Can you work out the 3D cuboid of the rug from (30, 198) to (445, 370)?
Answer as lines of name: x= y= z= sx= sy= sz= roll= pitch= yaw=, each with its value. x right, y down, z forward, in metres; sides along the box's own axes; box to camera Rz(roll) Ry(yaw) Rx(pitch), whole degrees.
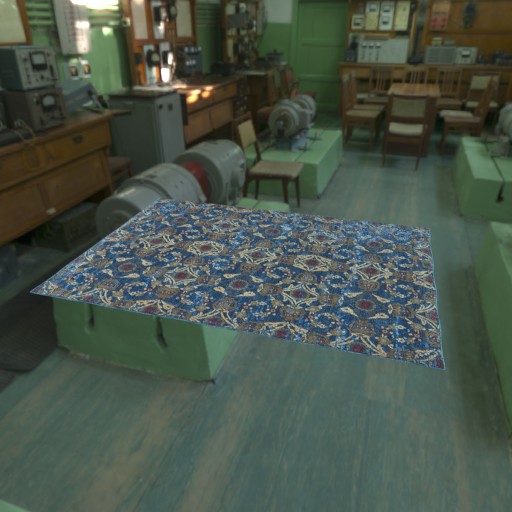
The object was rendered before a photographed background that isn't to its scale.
rug: x=0.000 y=0.000 z=4.311 sx=3.291 sy=0.013 sz=2.337 roll=8 pitch=29 yaw=15
